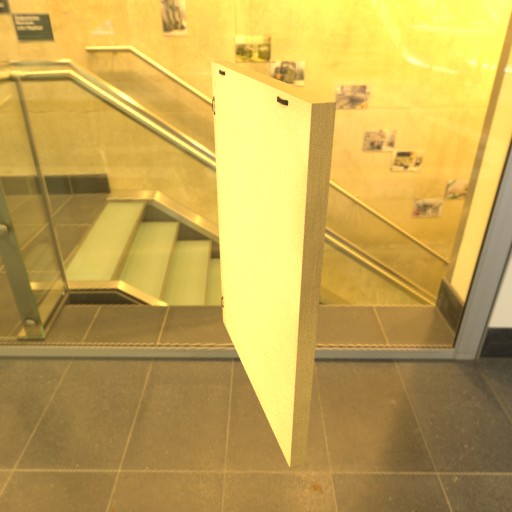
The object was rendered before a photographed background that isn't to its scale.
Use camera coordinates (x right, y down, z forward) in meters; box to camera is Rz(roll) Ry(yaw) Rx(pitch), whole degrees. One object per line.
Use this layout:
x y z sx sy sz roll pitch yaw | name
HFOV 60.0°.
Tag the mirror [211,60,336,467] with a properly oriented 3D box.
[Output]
0.000 0.000 0.936 0.040 0.710 0.507 -10 31 -17 | mirror
